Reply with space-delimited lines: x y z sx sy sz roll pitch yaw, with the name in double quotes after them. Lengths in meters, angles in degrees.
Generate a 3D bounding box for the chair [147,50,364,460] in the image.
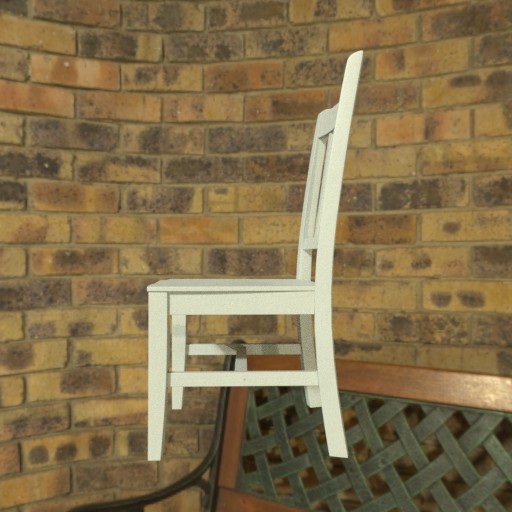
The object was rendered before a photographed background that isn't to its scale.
0.000 0.000 1.290 0.555 0.998 0.450 0 0 -2 "chair"
